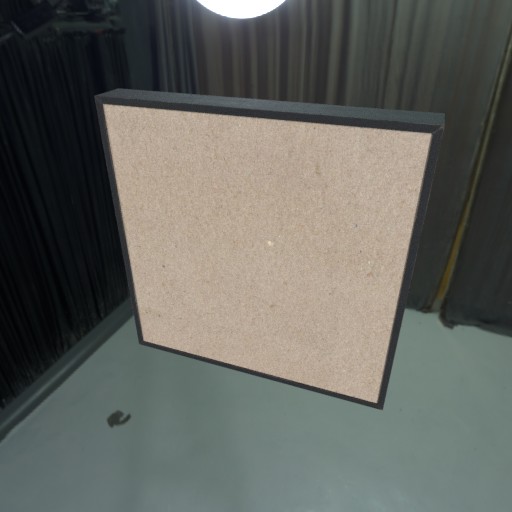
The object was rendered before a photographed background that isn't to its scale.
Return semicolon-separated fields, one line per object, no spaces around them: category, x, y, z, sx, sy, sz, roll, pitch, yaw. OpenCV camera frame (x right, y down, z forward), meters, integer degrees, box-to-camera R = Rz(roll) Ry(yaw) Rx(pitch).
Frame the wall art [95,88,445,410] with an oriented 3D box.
wall art;0.000;0.000;0.460;0.305;0.305;0.038;11;33;17
